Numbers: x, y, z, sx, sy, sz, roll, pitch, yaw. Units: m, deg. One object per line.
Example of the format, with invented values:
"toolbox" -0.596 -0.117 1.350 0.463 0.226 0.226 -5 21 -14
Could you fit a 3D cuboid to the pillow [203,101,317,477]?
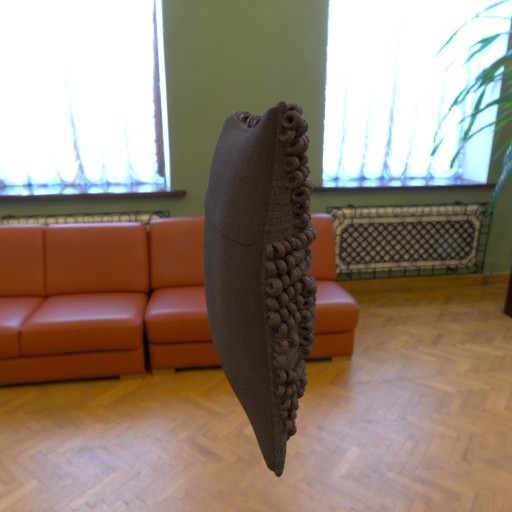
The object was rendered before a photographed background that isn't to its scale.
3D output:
"pillow" 0.000 0.000 0.734 0.172 0.467 0.470 -3 17 -9
